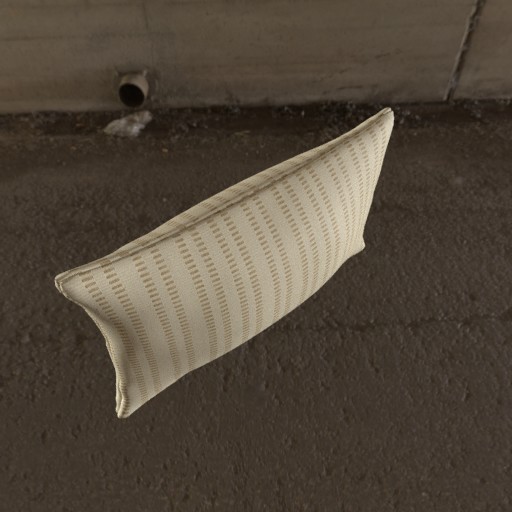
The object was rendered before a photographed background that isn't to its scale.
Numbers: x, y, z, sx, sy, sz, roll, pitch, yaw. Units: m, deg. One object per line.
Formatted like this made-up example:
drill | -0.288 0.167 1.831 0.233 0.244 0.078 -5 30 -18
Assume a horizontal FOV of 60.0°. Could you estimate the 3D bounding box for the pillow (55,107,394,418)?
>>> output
pillow | 0.000 0.000 0.783 0.640 0.353 0.210 -32 54 -27
